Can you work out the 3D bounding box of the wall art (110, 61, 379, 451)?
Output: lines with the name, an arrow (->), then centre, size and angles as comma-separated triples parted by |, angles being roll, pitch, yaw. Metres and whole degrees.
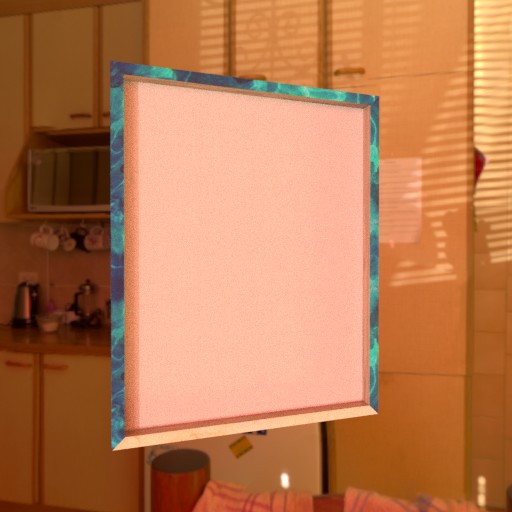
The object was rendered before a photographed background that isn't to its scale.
wall art -> 0.000, 0.000, 0.980 | 0.609, 0.760, 0.038 | 0, 1, -19
